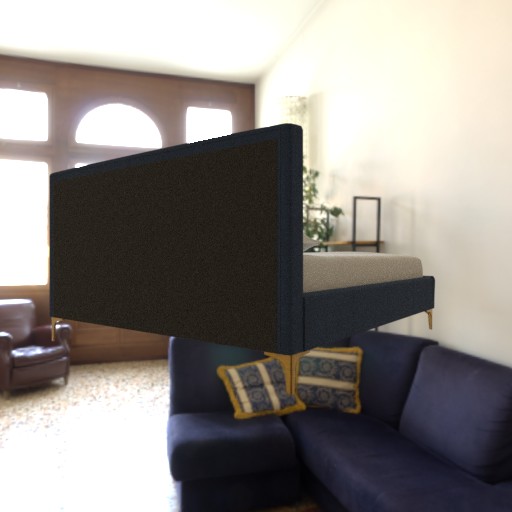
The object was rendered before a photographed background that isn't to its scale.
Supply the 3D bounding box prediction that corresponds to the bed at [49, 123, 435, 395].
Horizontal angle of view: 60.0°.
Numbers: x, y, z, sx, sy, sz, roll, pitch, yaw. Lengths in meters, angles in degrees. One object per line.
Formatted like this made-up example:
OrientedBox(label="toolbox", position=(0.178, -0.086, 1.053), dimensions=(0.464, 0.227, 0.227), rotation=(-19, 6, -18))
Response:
OrientedBox(label="bed", position=(0.000, 0.000, 3.466), dimensions=(2.096, 1.231, 2.232), rotation=(0, 0, 37))
